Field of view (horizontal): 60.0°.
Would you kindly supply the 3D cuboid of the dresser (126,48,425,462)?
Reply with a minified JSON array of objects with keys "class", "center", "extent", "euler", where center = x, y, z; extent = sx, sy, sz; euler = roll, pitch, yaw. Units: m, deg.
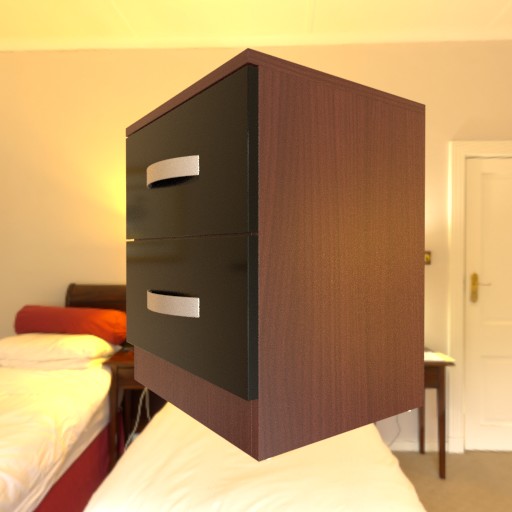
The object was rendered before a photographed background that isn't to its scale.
[{"class":"dresser","center":[0.000,0.000,0.748],"extent":[0.360,0.470,0.400],"euler":[-1,1,-35]}]
